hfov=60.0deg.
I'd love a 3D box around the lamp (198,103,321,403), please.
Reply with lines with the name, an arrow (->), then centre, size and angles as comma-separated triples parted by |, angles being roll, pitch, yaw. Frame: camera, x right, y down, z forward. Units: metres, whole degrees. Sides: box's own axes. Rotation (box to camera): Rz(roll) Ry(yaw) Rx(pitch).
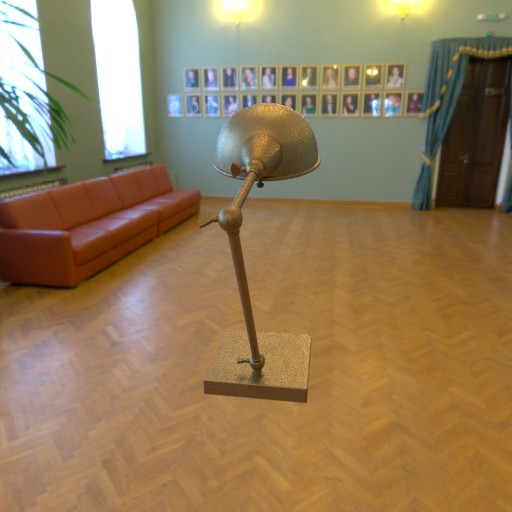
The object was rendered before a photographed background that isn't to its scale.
lamp -> 0.000, 0.000, 0.554 | 0.149, 0.371, 0.339 | 2, 17, 8
